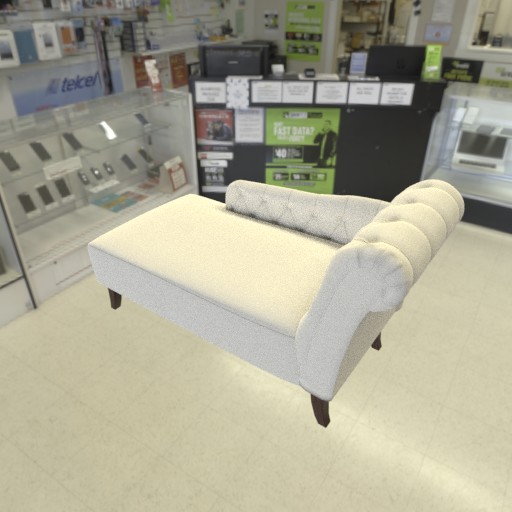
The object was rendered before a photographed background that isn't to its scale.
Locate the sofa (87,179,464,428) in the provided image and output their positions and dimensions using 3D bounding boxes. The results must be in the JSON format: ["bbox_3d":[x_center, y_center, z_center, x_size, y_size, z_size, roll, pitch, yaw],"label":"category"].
[{"bbox_3d":[0.000,0.000,1.831,1.379,0.787,0.675,21,38,30],"label":"sofa"}]
